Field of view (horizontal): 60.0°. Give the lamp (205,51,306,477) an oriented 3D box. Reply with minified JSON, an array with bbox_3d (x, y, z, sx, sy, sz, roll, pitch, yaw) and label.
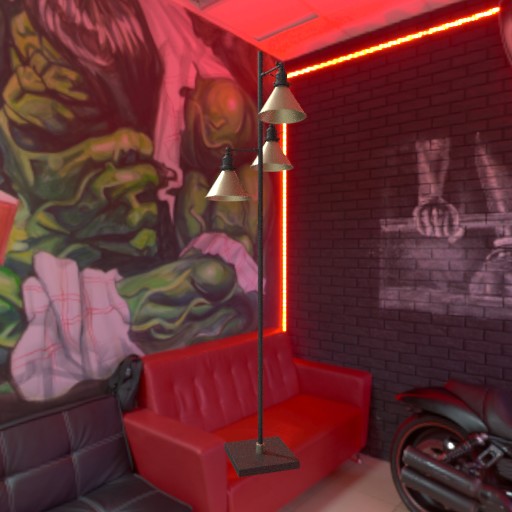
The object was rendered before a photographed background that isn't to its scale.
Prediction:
[{"bbox_3d":[0.000,0.000,1.851,0.415,1.716,0.428,0,1,-17],"label":"lamp"}]
